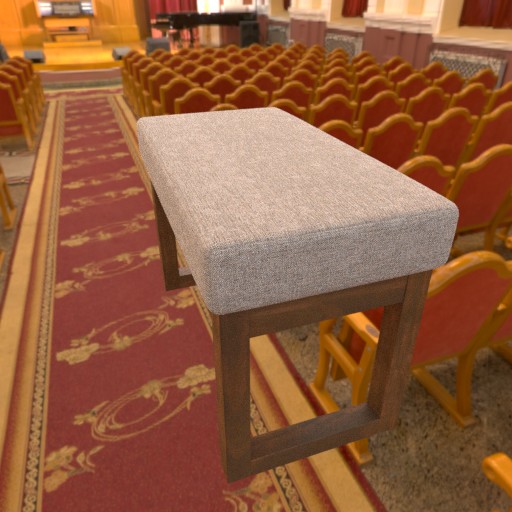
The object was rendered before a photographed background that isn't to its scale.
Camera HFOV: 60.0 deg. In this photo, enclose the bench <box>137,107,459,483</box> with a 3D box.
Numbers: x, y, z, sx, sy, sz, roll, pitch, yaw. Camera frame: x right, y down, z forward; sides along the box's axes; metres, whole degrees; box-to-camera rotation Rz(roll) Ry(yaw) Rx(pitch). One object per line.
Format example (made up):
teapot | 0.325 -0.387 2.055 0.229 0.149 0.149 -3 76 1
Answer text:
bench | 0.000 0.000 0.936 0.366 0.467 0.681 -10 32 -17
